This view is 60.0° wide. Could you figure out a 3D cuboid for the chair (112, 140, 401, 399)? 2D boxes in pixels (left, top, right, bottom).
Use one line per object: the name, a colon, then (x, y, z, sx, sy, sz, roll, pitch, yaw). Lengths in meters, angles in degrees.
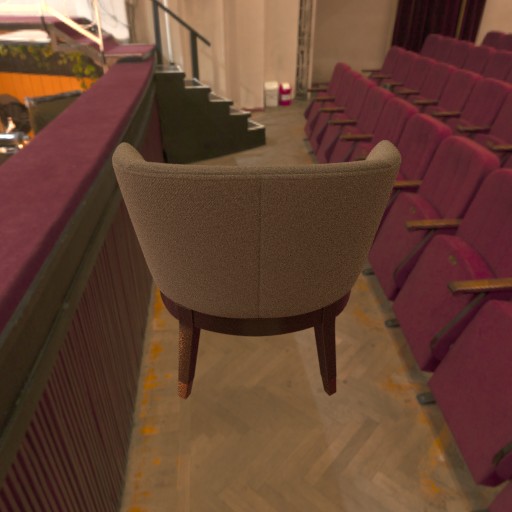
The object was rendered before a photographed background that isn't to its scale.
chair: (0.000, 0.000, 1.301, 0.700, 0.760, 0.660, -1, 31, -2)
